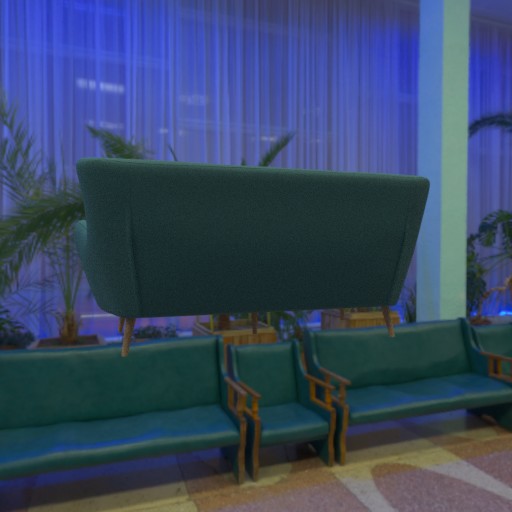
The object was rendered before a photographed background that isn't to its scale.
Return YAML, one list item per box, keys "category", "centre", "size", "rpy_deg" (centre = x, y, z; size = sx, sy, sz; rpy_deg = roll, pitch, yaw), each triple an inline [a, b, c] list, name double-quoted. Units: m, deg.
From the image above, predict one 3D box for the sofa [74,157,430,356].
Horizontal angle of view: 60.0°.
- category: "sofa"
  centre: [0.000, 0.000, 2.467]
  size: [1.930, 0.890, 0.889]
  rpy_deg: [0, 1, -18]
